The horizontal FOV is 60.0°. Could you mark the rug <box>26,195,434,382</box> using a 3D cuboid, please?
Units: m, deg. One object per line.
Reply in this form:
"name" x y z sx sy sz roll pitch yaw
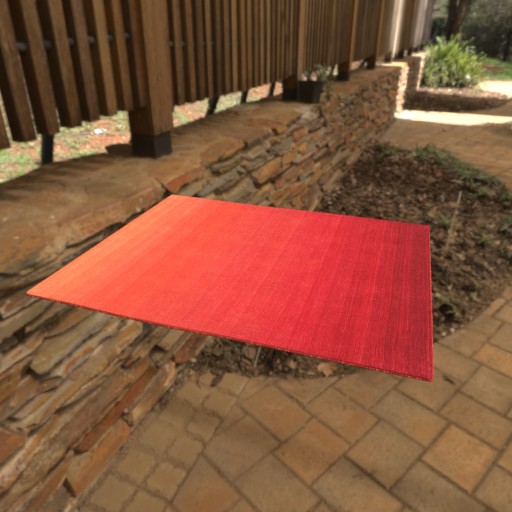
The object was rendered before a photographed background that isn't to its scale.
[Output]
"rug" 0.000 0.000 3.891 2.905 0.028 2.340 9 29 16
